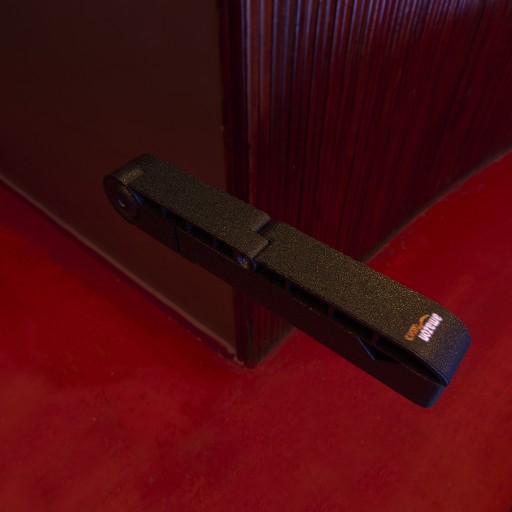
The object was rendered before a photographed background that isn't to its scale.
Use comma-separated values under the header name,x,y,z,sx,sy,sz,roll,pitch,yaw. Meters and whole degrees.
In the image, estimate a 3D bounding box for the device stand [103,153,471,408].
name,x,y,z,sx,sy,sz,roll,pitch,yaw
device stand,0.000,0.000,0.194,0.179,0.030,0.026,30,54,25
